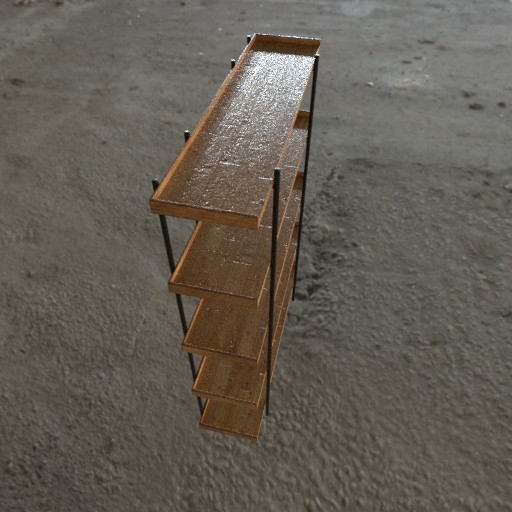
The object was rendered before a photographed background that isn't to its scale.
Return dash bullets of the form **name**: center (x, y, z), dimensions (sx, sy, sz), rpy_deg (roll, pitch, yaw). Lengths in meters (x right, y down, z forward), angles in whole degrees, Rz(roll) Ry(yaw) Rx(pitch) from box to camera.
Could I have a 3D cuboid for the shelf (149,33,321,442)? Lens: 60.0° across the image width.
- **shelf**: center (0.000, 0.000, 2.418), dimensions (0.379, 1.826, 1.371), rpy_deg (10, 47, 9)
